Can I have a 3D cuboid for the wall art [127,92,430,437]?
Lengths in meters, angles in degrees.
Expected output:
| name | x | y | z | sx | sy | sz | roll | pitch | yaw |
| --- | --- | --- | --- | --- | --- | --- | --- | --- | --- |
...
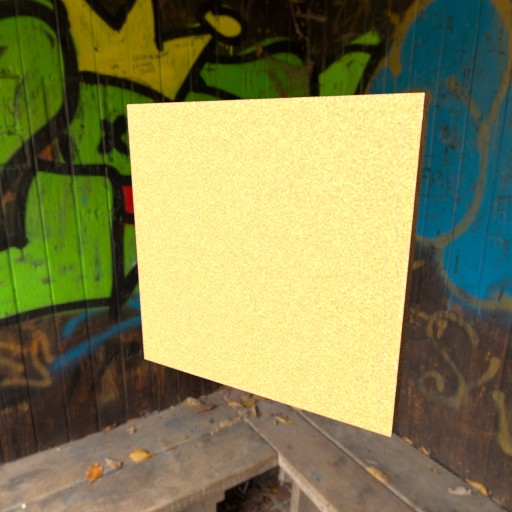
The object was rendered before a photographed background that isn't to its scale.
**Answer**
| name | x | y | z | sx | sy | sz | roll | pitch | yaw |
| --- | --- | --- | --- | --- | --- | --- | --- | --- | --- |
| wall art | 0.000 | 0.000 | 0.607 | 0.406 | 0.403 | 0.039 | 8 | 18 | 28 |
